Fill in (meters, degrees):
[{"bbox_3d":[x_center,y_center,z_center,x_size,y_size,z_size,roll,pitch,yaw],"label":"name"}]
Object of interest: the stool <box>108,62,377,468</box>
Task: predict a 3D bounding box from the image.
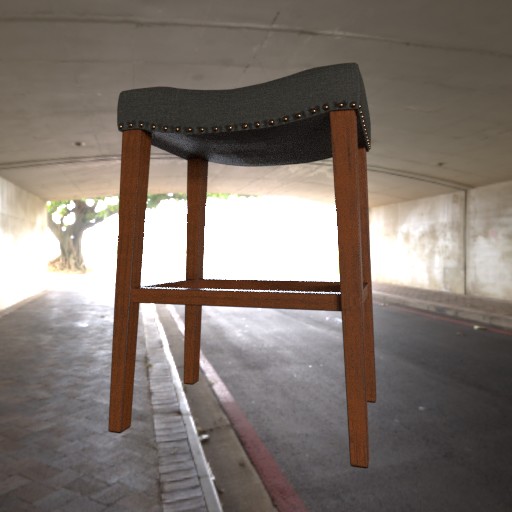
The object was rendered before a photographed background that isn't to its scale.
[{"bbox_3d":[0.000,0.000,0.854,0.439,0.612,0.320,0,1,17],"label":"stool"}]
